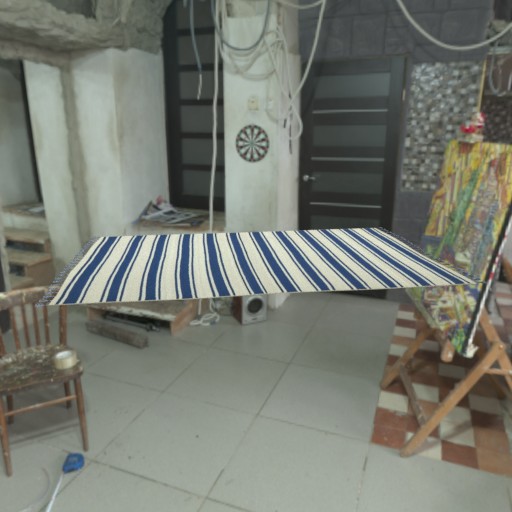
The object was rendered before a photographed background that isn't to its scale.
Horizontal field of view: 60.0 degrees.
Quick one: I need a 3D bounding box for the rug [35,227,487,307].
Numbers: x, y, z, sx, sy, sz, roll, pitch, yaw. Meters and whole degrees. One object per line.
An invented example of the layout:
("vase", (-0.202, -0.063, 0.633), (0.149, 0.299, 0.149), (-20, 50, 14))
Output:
("rug", (0.000, 0.000, 2.598), (2.108, 0.009, 1.248), (-2, 16, -8))
